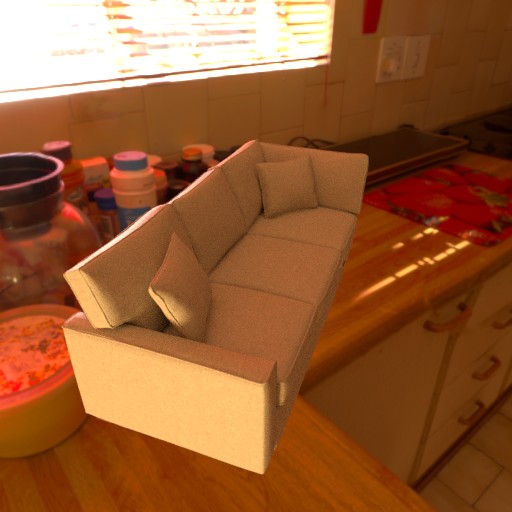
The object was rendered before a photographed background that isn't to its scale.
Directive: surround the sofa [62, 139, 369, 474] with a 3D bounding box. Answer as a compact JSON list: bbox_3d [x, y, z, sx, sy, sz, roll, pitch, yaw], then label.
[{"bbox_3d":[0.000,0.000,2.866,1.061,0.962,2.317,11,32,18],"label":"sofa"}]
